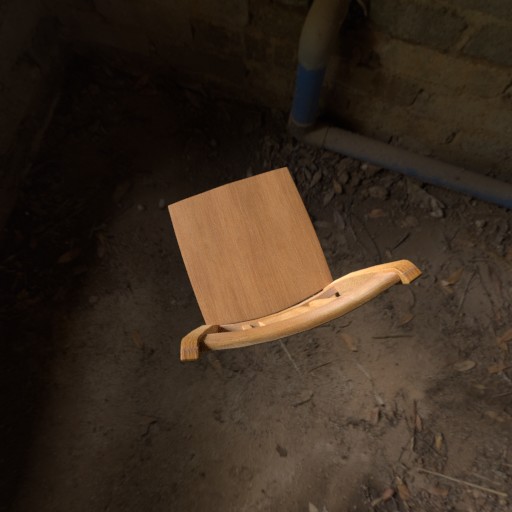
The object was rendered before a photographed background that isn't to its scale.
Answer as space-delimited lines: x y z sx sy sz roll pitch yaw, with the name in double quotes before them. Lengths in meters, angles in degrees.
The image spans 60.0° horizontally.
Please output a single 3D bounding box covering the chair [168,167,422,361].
"chair" 0.000 0.000 1.313 0.450 0.998 0.556 -19 76 -5
